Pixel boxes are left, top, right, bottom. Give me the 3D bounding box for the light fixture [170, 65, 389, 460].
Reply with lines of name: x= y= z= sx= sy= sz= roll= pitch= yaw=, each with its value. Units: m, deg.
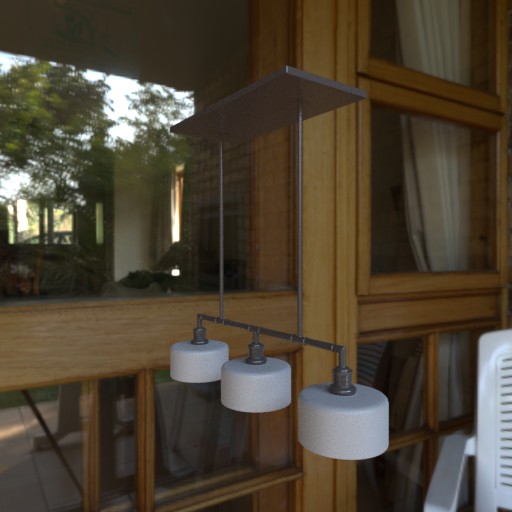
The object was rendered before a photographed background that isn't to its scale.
light fixture: x=0.000 y=0.000 z=0.855 sx=0.177 sy=0.557 sz=0.582 roll=0 pitch=1 yaw=-36
